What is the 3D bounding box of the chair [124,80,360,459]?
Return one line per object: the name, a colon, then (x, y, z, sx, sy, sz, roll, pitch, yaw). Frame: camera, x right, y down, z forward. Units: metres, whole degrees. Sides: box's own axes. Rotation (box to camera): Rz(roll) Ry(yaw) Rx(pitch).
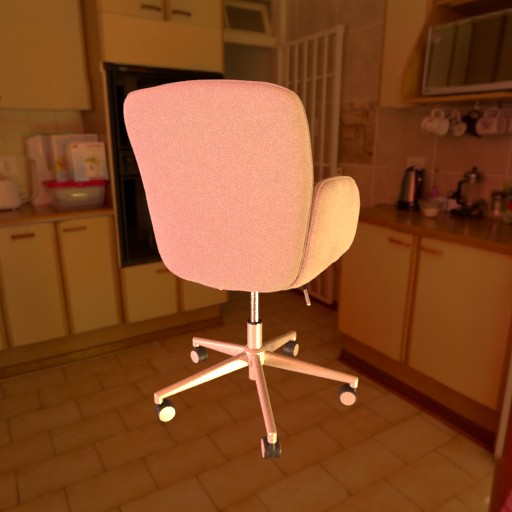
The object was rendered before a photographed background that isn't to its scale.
chair: (0.000, 0.000, 1.380, 0.648, 0.959, 0.654, 8, 17, 27)
